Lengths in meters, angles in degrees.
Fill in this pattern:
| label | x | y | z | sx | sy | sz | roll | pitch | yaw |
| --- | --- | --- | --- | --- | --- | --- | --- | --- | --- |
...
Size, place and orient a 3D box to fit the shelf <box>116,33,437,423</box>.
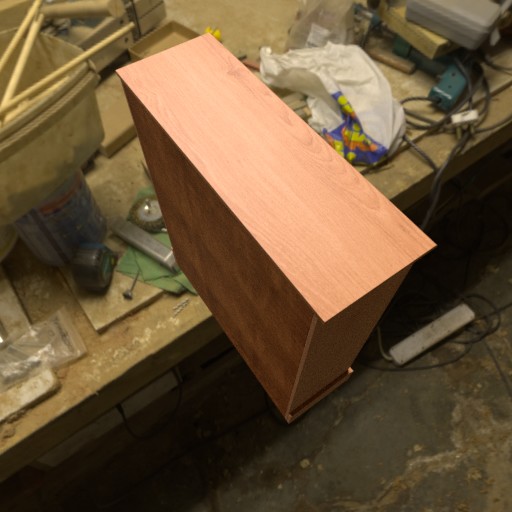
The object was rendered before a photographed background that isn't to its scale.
| label | x | y | z | sx | sy | sz | roll | pitch | yaw |
| --- | --- | --- | --- | --- | --- | --- | --- | --- | --- |
| shelf | 0.000 | 0.000 | 1.422 | 0.291 | 0.980 | 0.840 | -31 | 64 | -17 |
